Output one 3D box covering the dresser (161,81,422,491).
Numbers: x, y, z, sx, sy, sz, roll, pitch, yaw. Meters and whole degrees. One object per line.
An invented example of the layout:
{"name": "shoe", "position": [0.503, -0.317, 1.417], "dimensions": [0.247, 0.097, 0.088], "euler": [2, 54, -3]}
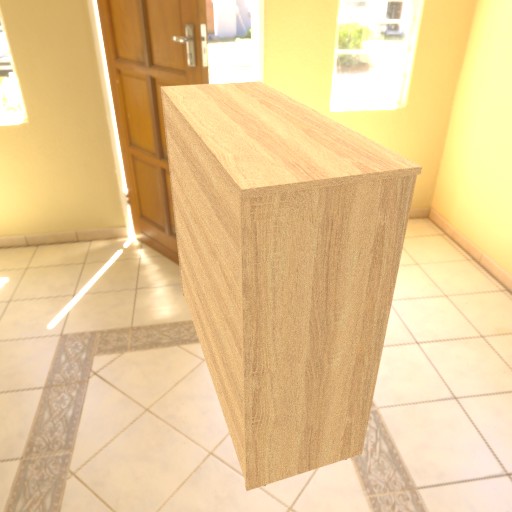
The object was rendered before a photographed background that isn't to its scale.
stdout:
{"name": "dresser", "position": [0.000, 0.000, 1.443], "dimensions": [0.380, 0.900, 0.980], "euler": [-10, 32, -16]}
